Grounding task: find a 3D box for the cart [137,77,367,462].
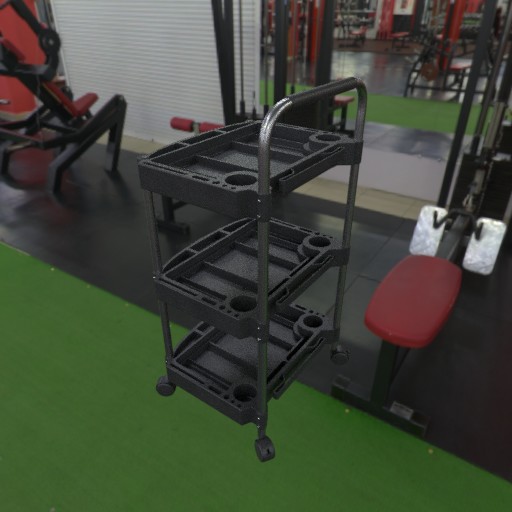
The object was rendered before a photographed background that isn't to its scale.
[{"bbox_3d":[0.000,0.000,1.422,0.518,1.075,0.584,20,36,30],"label":"cart"}]
